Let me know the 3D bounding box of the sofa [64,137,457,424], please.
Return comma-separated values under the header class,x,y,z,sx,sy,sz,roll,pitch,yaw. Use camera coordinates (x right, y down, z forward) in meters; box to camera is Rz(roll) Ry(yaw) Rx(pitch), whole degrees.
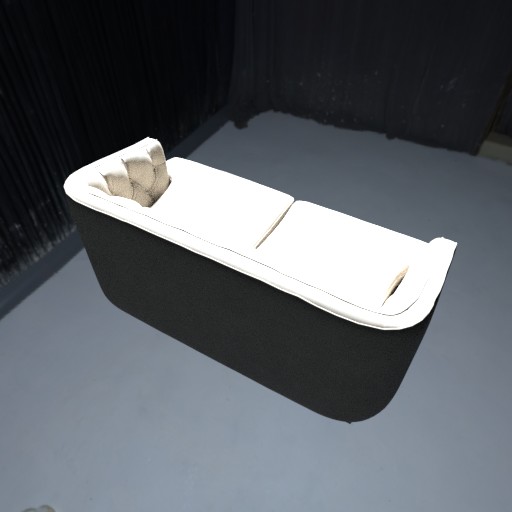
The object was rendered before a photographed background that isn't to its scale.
class,x,y,z,sx,sy,sz,roll,pitch,yaw
sofa,0.000,0.000,2.248,1.731,0.878,0.940,23,50,20
